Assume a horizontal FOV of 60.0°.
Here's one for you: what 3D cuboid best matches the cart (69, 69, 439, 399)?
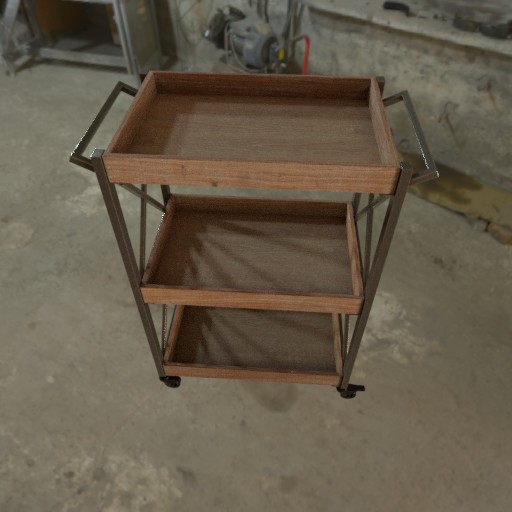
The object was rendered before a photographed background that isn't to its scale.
[{"bbox_3d":[0.000,0.000,1.192,0.673,0.835,0.377,3,46,3],"label":"cart"}]
